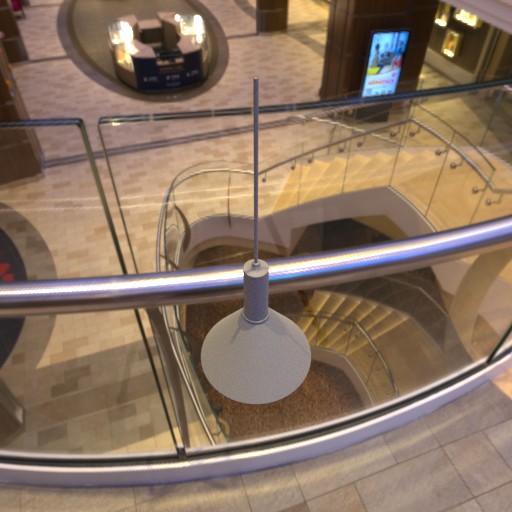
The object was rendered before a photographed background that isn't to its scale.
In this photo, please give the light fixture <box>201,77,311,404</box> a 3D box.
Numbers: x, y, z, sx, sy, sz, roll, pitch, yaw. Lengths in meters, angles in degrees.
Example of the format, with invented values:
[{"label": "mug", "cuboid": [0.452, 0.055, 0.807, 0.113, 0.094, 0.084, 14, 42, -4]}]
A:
[{"label": "light fixture", "cuboid": [0.000, 0.000, 0.846, 0.267, 0.683, 0.267, 18, 47, 17]}]
